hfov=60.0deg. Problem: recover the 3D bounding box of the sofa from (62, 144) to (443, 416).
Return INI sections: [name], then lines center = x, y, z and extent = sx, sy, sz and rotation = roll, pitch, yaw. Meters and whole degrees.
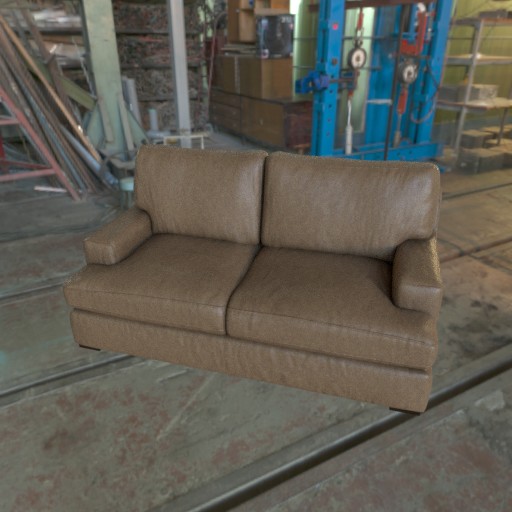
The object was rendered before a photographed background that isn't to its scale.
[sofa]
center = 0.000, 0.000, 2.379
extent = 1.855, 0.980, 0.962
rotation = 7, 27, 14
